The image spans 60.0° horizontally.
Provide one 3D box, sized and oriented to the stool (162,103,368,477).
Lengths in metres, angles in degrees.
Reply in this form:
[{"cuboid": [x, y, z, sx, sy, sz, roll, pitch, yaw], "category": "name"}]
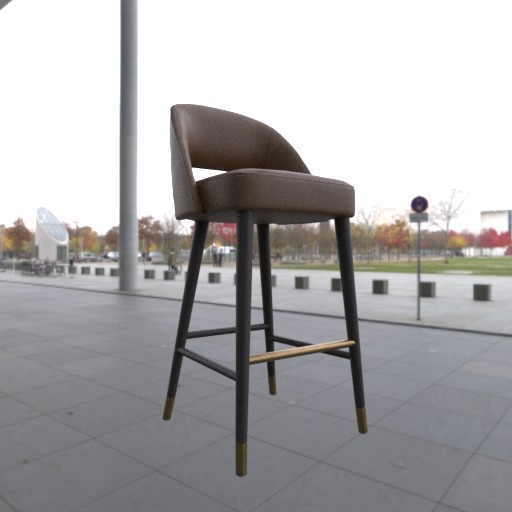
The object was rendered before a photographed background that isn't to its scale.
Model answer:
[{"cuboid": [0.000, 0.000, 1.368, 0.494, 1.037, 0.509, 0, 1, -35], "category": "stool"}]
